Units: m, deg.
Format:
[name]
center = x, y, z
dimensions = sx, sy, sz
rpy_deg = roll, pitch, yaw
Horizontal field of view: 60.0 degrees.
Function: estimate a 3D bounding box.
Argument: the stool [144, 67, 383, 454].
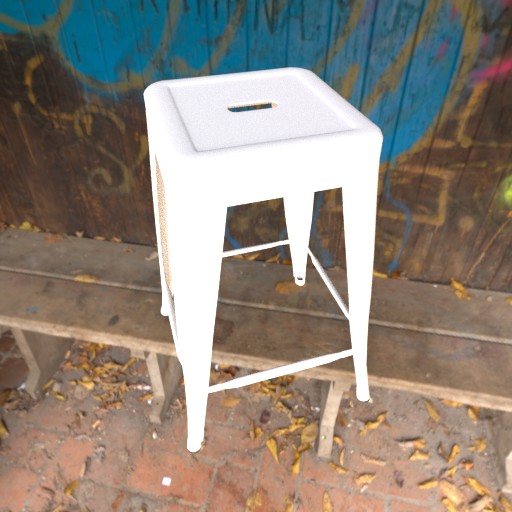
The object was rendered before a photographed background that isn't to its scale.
[stool]
center = 0.000, 0.000, 0.874
dimensions = 0.406, 0.610, 0.406
rpy_deg = -11, 42, -13
